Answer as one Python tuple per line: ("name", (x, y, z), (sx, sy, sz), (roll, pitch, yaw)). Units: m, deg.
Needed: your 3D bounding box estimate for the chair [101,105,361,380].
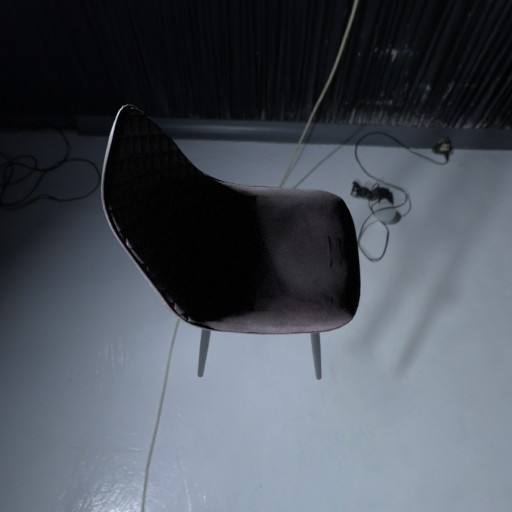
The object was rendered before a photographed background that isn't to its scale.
("chair", (0.000, 0.000, 1.218), (0.561, 0.889, 0.472), (1, 62, 1))
